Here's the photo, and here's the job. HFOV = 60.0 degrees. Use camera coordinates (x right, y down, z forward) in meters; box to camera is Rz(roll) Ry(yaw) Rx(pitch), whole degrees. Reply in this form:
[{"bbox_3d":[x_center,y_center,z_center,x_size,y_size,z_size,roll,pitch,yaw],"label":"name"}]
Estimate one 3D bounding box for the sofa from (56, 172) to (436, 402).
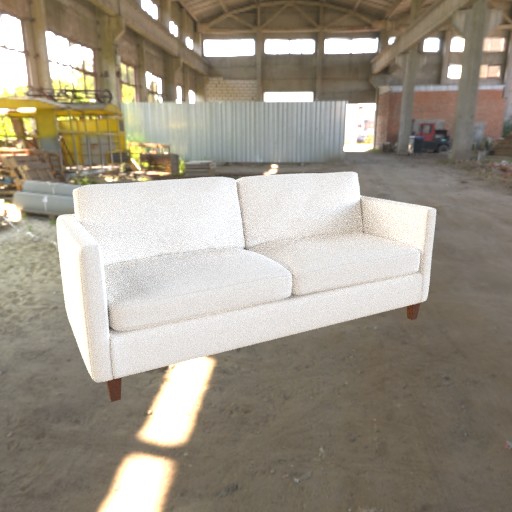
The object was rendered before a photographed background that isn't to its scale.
[{"bbox_3d":[0.000,0.000,2.710,2.139,0.933,0.924,-8,17,-28],"label":"sofa"}]
